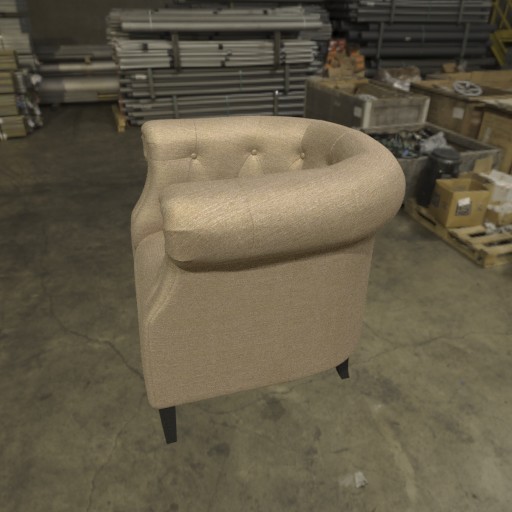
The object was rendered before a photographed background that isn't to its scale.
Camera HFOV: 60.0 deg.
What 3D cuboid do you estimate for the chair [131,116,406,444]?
[{"bbox_3d":[0.000,0.000,1.561,0.852,0.827,0.905,-8,30,-14],"label":"chair"}]
